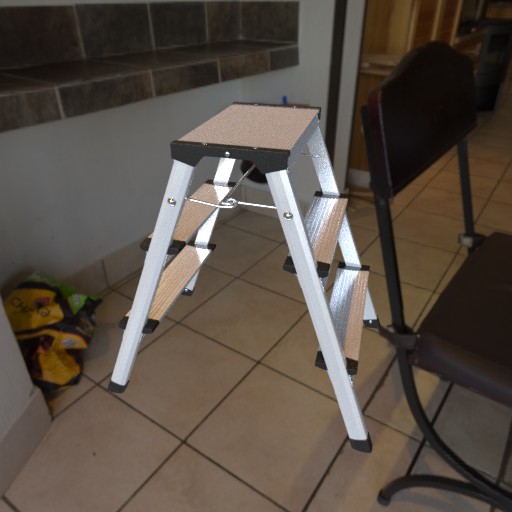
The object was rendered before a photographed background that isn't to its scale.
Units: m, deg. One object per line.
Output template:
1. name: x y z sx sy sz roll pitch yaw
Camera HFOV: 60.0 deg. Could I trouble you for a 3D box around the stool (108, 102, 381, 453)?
1. stool: 0.000 0.000 1.017 0.622 0.605 0.437 8 32 14
